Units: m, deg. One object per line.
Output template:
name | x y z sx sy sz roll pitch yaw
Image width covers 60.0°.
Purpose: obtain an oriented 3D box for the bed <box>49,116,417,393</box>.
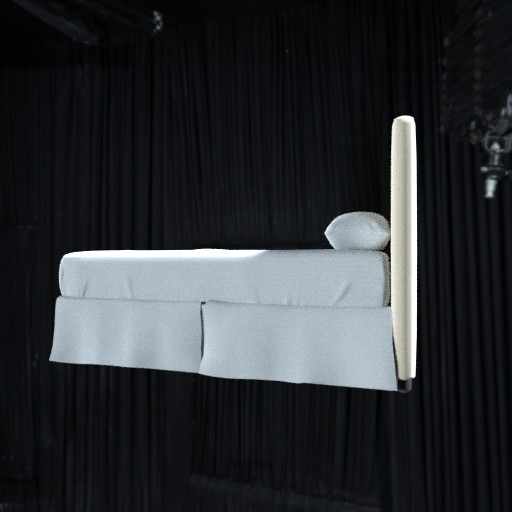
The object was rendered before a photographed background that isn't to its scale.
bed | 0.000 0.000 3.181 2.142 1.330 1.748 0 0 19
